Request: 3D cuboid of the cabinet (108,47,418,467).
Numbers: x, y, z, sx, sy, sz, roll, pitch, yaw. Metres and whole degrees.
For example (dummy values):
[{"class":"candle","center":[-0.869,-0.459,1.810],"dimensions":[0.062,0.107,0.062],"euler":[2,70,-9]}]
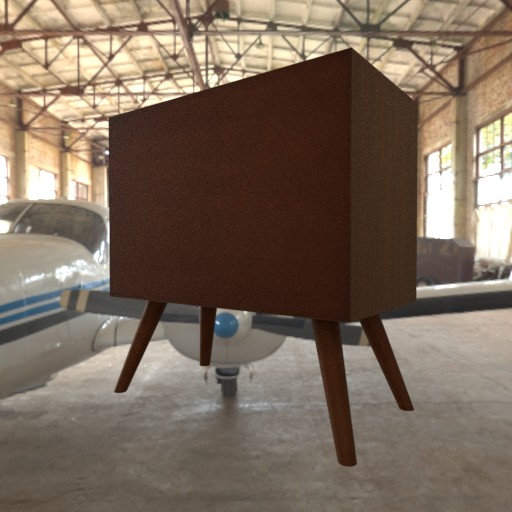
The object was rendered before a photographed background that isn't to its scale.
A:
[{"class":"cabinet","center":[0.000,0.000,1.152],"dimensions":[0.712,0.748,0.388],"euler":[1,1,37]}]
